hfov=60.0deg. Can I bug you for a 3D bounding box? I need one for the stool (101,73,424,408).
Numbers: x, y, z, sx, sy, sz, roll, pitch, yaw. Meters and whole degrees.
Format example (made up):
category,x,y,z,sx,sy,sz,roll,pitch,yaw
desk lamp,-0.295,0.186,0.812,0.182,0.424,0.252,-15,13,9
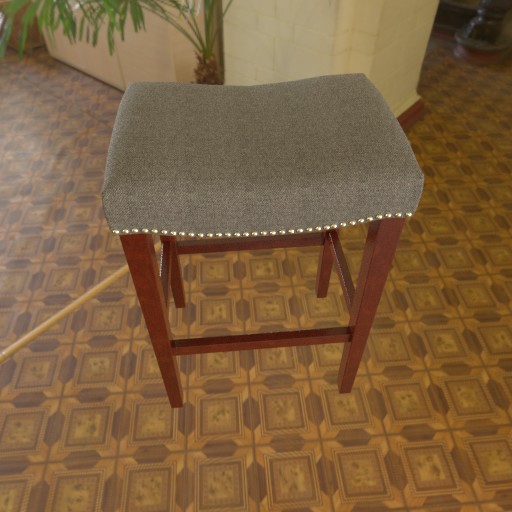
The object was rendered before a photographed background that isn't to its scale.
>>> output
category,x,y,z,sx,sy,sz,roll,pitch,yaw
stool,0.000,0.000,1.036,0.504,0.742,0.372,-4,47,-4
